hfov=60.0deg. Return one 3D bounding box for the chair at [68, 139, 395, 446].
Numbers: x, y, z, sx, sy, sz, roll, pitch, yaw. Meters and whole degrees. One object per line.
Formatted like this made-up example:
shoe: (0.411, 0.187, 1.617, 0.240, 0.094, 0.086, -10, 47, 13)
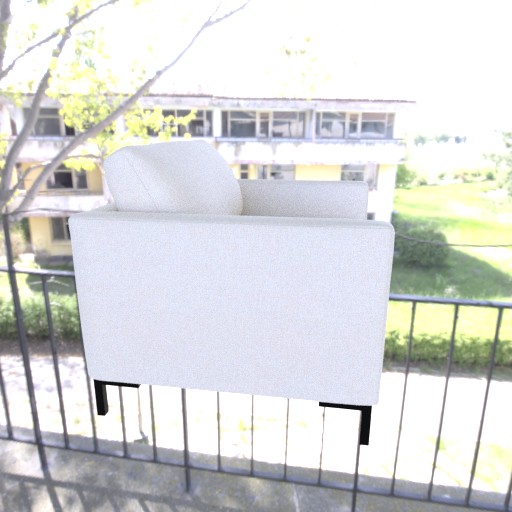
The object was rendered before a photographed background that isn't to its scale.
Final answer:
chair: (0.000, 0.000, 1.607, 0.875, 0.806, 0.964, 3, 16, 9)
